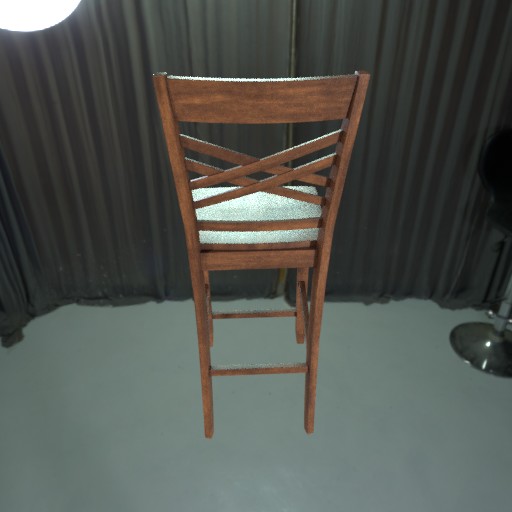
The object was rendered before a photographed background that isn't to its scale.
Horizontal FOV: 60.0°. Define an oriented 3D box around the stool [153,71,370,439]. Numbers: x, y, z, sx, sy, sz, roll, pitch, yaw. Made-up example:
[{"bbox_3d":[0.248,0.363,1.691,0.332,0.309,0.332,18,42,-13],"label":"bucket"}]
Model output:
[{"bbox_3d":[0.000,0.000,1.343,0.426,1.098,0.504,-2,30,-3],"label":"stool"}]
